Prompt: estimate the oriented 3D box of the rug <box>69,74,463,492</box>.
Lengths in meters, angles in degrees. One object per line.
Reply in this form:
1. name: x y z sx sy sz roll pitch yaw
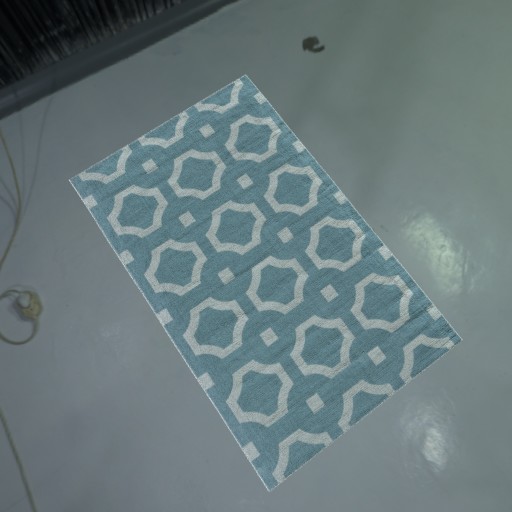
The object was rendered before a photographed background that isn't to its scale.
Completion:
1. rug: 0.000 0.000 2.988 1.528 0.015 2.443 -34 77 -9
